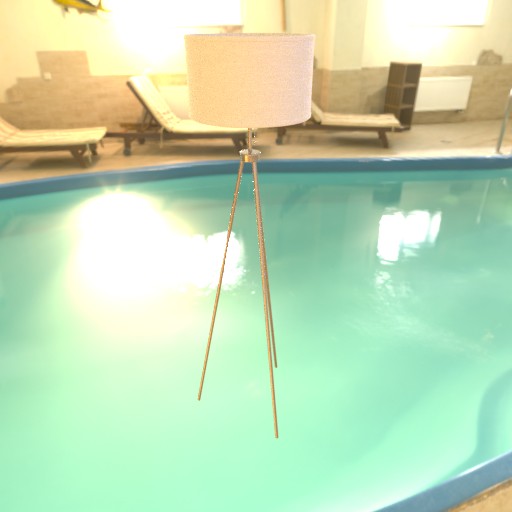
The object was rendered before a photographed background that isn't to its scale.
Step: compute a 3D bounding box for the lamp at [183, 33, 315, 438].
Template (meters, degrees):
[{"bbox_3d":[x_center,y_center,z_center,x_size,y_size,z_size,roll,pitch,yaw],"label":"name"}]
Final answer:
[{"bbox_3d":[0.000,0.000,1.728,0.448,1.545,0.458,-18,33,-30],"label":"lamp"}]
